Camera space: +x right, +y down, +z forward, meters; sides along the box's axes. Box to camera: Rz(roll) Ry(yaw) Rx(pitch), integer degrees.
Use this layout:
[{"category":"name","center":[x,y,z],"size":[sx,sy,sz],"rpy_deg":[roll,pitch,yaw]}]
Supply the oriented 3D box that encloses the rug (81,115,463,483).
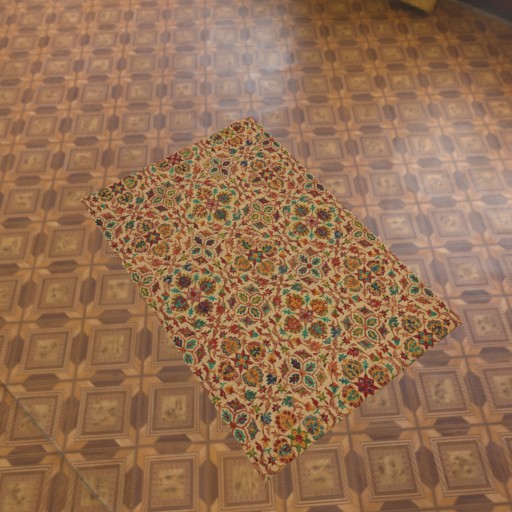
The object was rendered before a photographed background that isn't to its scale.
[{"category":"rug","center":[0.000,0.000,3.015],"size":[1.541,0.018,2.297],"rpy_deg":[-32,64,-18]}]
